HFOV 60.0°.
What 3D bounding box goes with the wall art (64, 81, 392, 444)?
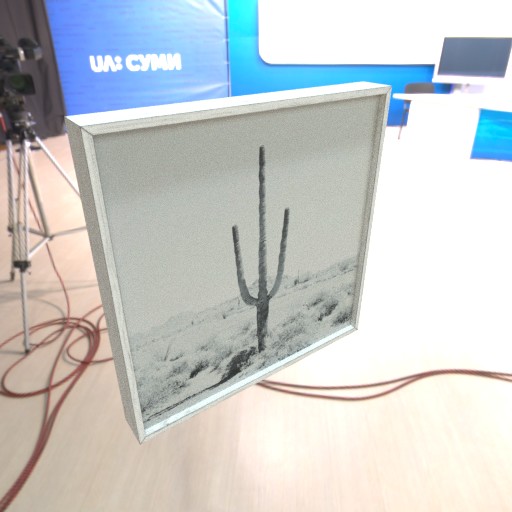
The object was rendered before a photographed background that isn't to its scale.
[{"bbox_3d":[0.000,0.000,0.449,0.305,0.305,0.038,-19,34,-31],"label":"wall art"}]
